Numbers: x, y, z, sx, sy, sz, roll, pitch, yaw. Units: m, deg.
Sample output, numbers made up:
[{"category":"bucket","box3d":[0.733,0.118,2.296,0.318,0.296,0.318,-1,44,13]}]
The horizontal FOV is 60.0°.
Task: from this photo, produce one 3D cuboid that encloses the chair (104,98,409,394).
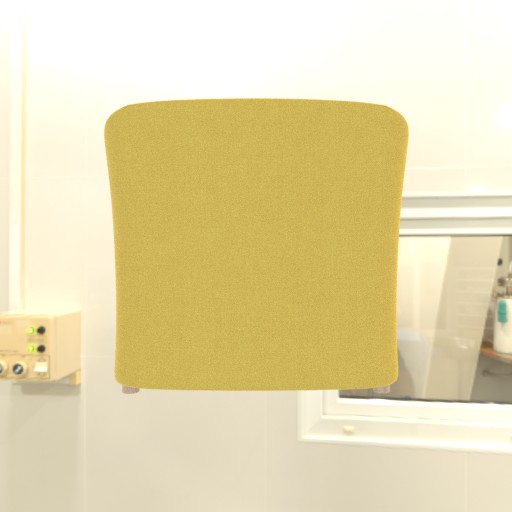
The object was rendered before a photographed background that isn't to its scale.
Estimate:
[{"category":"chair","box3d":[0.000,0.000,1.336,0.790,0.720,0.700,0,0,0]}]
